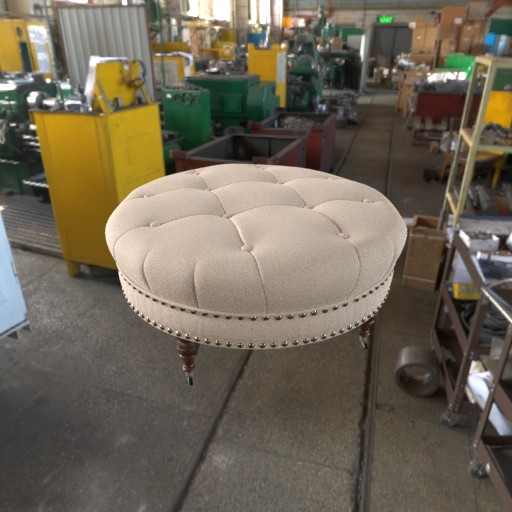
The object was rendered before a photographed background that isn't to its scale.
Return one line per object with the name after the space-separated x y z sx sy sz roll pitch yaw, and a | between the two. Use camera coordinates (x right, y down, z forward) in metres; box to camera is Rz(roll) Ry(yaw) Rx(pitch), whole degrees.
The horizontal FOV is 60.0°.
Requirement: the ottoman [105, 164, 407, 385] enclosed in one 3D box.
0.000 0.000 1.429 0.901 0.439 0.901 0 26 0 | ottoman
